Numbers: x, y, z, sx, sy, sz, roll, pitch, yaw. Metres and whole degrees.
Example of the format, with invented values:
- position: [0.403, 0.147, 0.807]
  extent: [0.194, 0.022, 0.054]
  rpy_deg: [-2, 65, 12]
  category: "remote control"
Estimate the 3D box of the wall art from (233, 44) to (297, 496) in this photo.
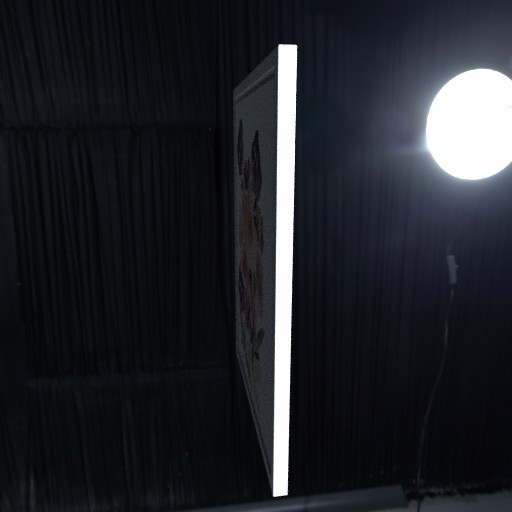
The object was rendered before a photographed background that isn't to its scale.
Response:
- position: [0.000, 0.000, 1.381]
  extent: [0.042, 1.056, 0.805]
  rpy_deg: [-2, 15, -9]
  category: "wall art"
